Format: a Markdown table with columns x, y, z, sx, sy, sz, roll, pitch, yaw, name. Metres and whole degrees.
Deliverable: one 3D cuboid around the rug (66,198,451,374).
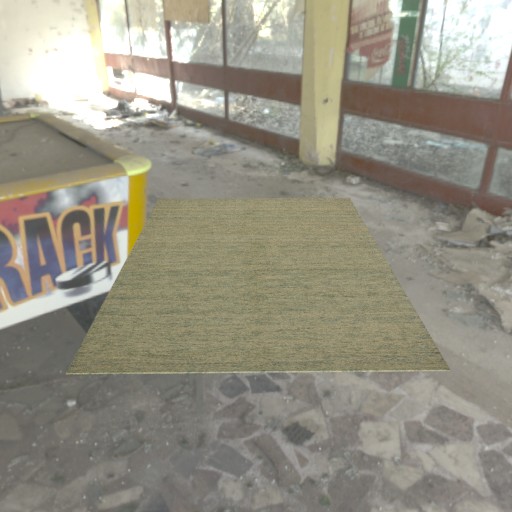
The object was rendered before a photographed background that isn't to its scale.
| x | y | z | sx | sy | sz | roll | pitch | yaw | name |
| --- | --- | --- | --- | --- | --- | --- | --- | --- | --- |
| 0.000 | 0.000 | 4.224 | 2.437 | 0.014 | 3.201 | 0 | 27 | -1 | rug |
